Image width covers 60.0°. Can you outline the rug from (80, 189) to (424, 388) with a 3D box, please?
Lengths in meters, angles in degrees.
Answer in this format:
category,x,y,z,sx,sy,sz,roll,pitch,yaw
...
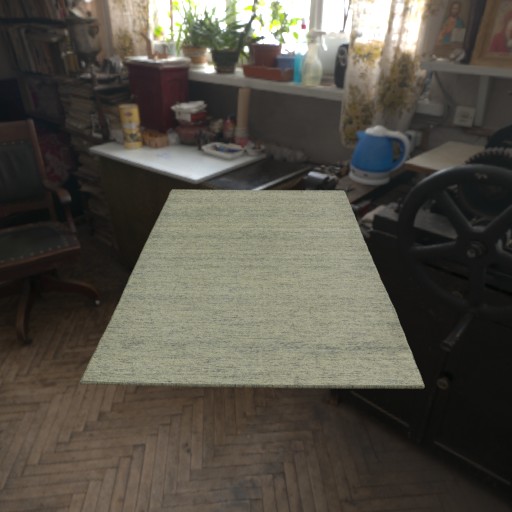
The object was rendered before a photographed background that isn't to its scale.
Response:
category,x,y,z,sx,sy,sz,roll,pitch,yaw
rug,0.000,0.000,2.370,1.243,0.014,1.846,0,30,1
